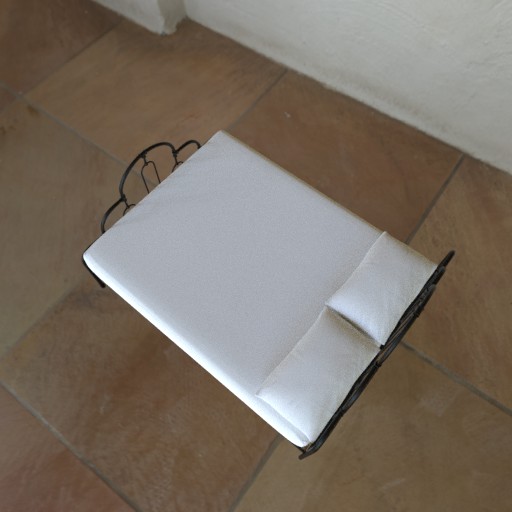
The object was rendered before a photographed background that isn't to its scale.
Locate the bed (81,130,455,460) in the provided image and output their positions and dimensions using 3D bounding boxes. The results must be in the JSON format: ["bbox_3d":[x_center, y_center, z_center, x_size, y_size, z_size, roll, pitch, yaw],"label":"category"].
[{"bbox_3d":[0.000,0.000,3.201,2.181,1.444,1.626,36,68,17],"label":"bed"}]
